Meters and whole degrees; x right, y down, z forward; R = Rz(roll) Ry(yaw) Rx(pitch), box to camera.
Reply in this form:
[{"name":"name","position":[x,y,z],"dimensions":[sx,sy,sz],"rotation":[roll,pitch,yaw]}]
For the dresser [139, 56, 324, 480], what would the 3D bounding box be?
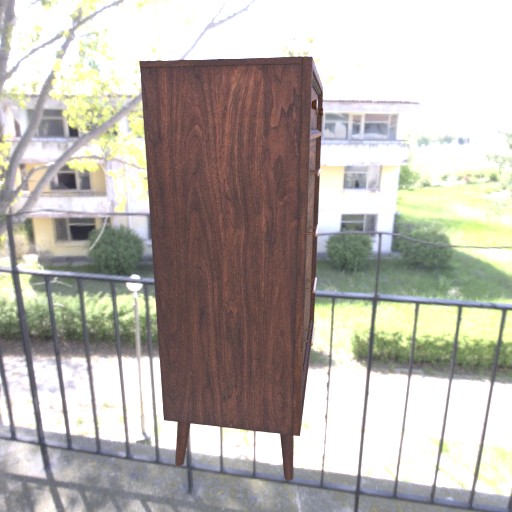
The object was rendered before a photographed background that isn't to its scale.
[{"name":"dresser","position":[0.000,0.000,1.815],"dimensions":[0.498,1.365,0.919],"rotation":[3,16,10]}]
